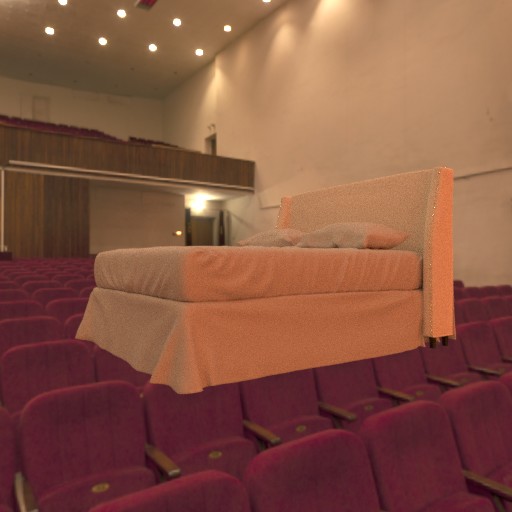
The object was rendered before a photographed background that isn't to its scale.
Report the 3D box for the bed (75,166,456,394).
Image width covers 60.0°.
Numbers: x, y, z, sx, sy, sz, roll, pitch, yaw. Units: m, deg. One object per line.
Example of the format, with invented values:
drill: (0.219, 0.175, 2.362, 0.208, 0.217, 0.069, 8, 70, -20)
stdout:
bed: (0.000, 0.000, 3.409, 2.276, 1.332, 1.925, 0, -1, -35)
